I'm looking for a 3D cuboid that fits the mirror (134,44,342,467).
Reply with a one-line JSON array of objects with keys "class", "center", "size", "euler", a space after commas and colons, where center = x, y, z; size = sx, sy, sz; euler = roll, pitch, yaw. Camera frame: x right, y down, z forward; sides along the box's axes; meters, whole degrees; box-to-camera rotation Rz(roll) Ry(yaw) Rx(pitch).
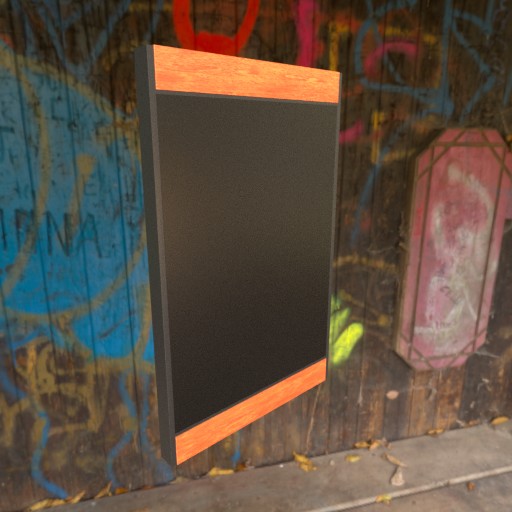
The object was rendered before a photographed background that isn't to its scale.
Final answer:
[{"class": "mirror", "center": [0.000, 0.000, 1.018], "size": [0.525, 0.823, 0.047], "euler": [-14, 21, -41]}]
